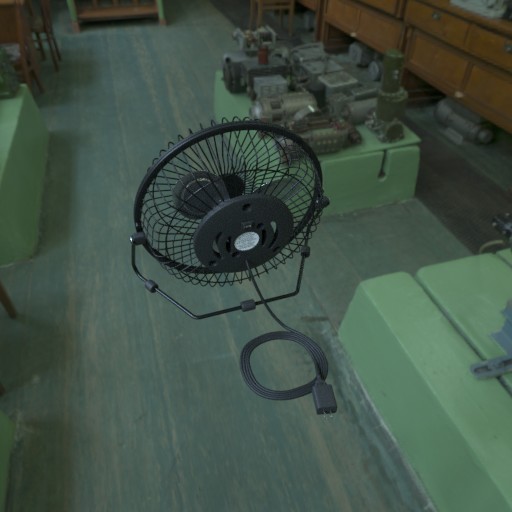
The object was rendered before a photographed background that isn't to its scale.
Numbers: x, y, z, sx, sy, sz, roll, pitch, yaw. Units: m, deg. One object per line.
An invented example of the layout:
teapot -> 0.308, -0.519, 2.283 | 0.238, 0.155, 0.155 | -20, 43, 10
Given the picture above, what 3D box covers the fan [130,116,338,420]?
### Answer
fan -> 0.000, 0.000, 0.375 | 0.209, 0.188, 0.227 | -12, 43, -14
